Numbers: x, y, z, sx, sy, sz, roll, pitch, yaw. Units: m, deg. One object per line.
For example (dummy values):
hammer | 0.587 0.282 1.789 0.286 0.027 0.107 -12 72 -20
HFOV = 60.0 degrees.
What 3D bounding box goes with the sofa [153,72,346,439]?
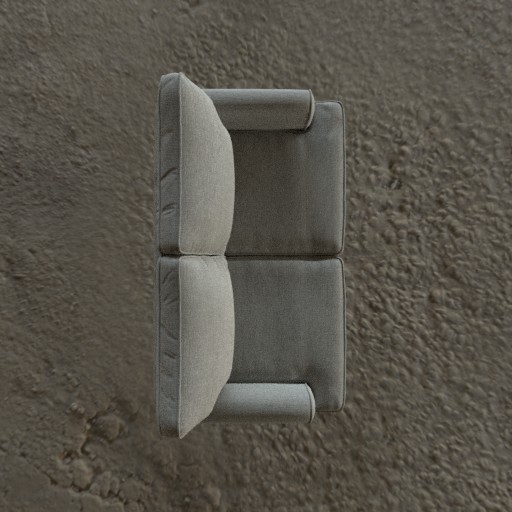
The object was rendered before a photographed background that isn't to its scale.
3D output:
sofa | 0.000 0.000 2.268 0.965 0.965 1.651 0 89 -1
